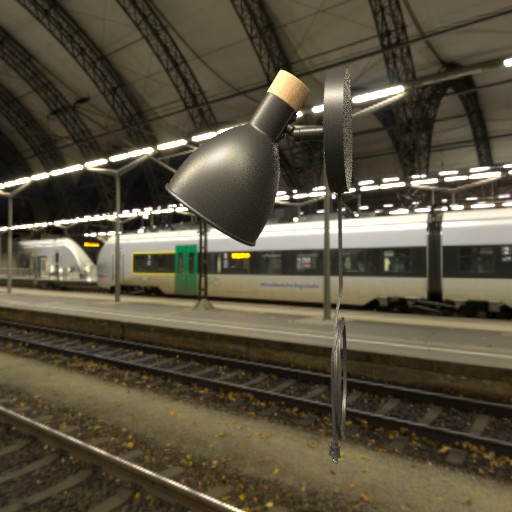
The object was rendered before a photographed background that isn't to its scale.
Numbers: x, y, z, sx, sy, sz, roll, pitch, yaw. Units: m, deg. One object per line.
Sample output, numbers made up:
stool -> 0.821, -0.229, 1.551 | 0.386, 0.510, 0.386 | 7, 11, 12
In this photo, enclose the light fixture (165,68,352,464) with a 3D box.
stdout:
light fixture -> 0.000, 0.000, 0.491 | 0.203, 0.401, 0.127 | 0, -1, 16
